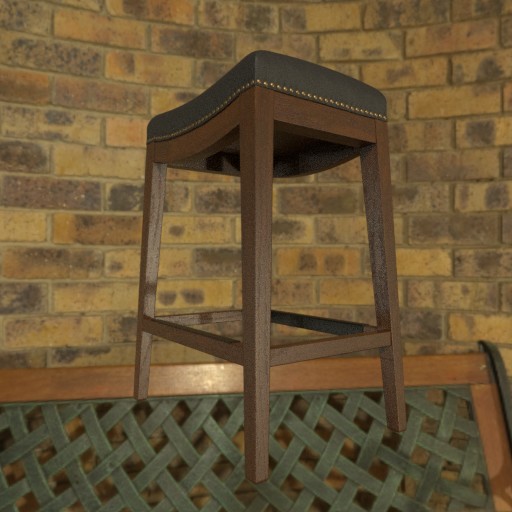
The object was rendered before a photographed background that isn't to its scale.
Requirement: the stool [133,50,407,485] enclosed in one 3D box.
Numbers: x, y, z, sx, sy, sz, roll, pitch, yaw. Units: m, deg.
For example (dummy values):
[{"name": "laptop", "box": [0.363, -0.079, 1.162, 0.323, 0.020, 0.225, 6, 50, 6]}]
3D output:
[{"name": "stool", "box": [0.000, 0.000, 0.939, 0.353, 0.664, 0.490, 0, -1, -36]}]
